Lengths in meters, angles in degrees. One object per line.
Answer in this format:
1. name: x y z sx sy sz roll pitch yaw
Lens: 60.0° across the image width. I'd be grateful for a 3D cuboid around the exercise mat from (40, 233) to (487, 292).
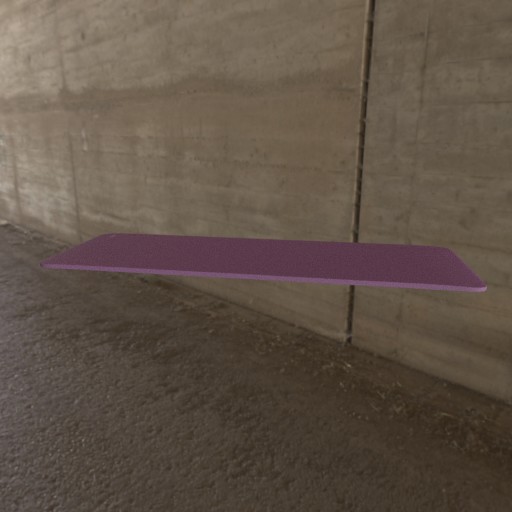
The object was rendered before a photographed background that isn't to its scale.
1. exercise mat: 0.000 0.000 2.080 1.869 0.021 0.616 3 16 9
